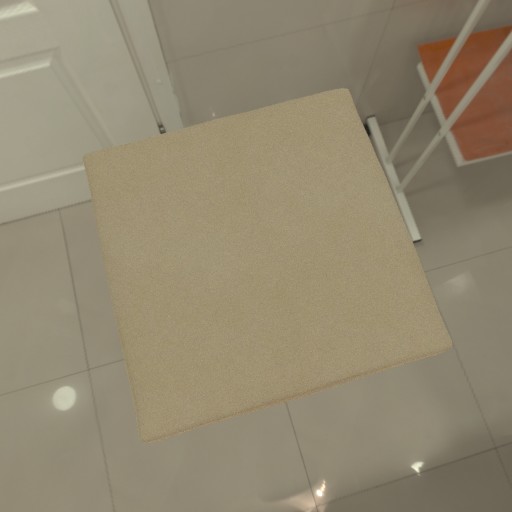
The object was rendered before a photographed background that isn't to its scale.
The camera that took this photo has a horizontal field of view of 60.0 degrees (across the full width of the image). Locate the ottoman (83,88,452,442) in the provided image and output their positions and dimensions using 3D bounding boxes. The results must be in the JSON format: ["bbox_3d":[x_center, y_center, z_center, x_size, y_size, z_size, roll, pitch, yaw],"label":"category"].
[{"bbox_3d":[0.000,0.000,1.886,1.205,0.522,1.190,-16,75,-4],"label":"ottoman"}]
